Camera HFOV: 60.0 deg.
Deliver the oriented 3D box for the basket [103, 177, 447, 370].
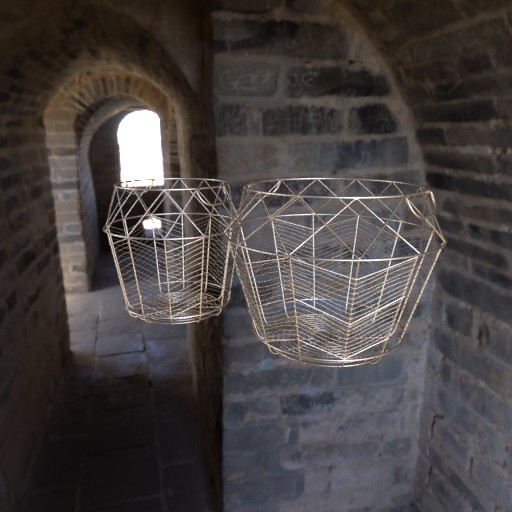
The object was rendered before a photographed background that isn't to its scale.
[{"bbox_3d":[0.000,0.000,1.029,0.805,0.343,0.451,8,17,26],"label":"basket"}]
